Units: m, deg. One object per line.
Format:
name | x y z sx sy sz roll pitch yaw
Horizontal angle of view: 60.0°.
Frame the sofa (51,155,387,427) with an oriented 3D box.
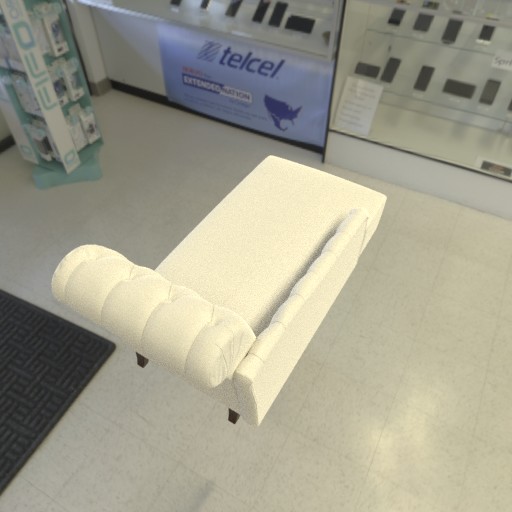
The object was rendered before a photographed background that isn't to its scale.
sofa | 0.000 0.000 1.850 0.675 0.787 1.379 24 52 21
